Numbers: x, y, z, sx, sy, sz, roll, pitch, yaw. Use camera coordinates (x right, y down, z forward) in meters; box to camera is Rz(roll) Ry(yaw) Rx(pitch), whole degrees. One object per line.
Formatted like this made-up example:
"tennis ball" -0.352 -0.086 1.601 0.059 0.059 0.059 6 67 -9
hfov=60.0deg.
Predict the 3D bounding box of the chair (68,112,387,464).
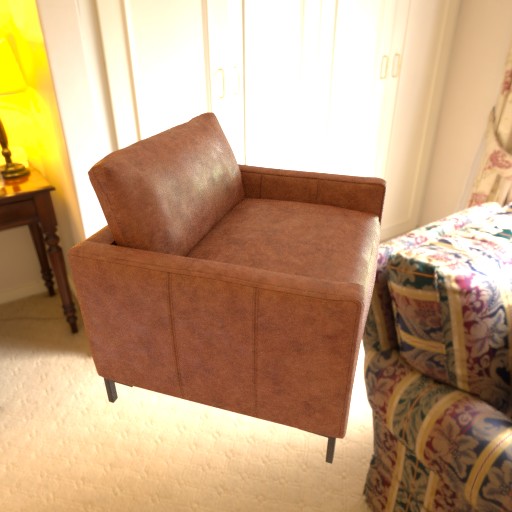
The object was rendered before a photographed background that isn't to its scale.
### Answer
"chair" 0.000 0.000 1.635 0.862 0.869 0.967 9 30 16
